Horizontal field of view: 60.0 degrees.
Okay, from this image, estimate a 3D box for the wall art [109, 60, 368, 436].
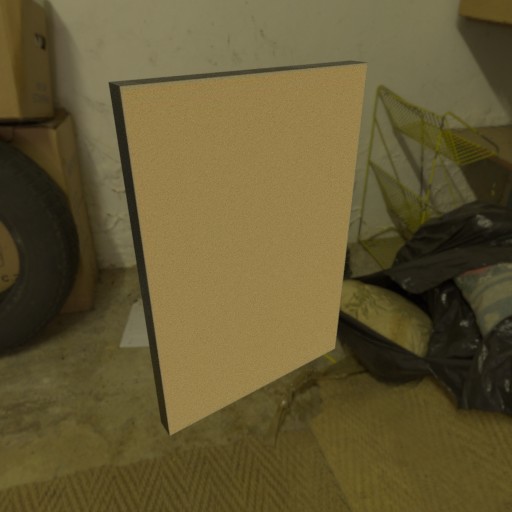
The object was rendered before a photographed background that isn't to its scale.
[{"bbox_3d":[0.000,0.000,0.589,0.313,0.457,0.031,-19,35,-30],"label":"wall art"}]
